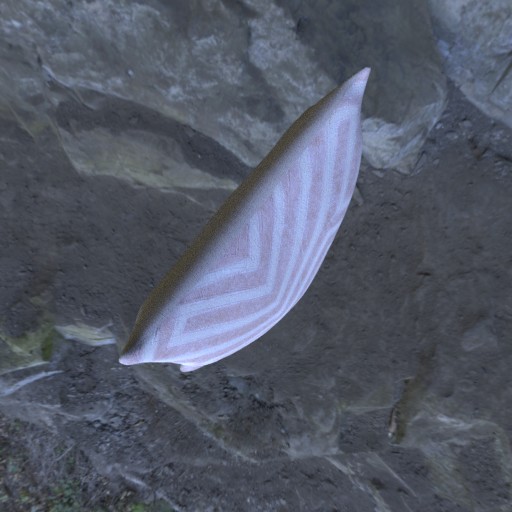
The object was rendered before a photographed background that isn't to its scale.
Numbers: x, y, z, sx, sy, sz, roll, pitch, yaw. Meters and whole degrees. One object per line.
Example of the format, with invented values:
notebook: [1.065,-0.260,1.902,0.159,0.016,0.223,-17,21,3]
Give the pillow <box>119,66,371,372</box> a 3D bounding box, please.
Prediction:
pillow: [0.000,0.000,0.676,0.182,0.441,0.440,37,78,9]
